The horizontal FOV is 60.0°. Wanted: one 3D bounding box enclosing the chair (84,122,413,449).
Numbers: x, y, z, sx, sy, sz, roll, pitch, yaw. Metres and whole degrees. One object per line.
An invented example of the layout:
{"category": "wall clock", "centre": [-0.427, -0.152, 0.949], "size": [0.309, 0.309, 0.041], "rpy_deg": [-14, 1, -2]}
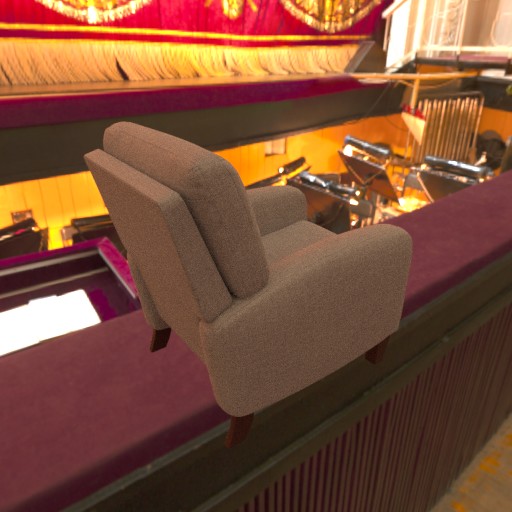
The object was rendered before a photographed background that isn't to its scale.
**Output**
{"category": "chair", "centre": [0.000, 0.000, 1.689], "size": [0.990, 0.990, 0.762], "rpy_deg": [-18, 31, -32]}
